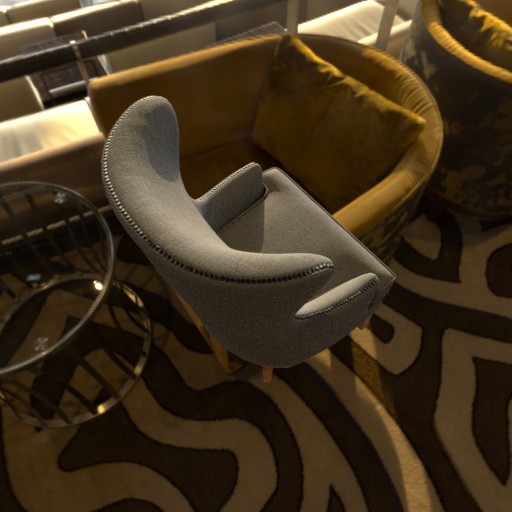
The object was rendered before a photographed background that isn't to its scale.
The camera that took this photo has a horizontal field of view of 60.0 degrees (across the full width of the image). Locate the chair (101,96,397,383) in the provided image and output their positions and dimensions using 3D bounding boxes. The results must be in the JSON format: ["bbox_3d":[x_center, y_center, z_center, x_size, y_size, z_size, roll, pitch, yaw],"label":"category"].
[{"bbox_3d":[0.000,0.000,1.802,0.883,1.176,0.864,-33,63,-19],"label":"chair"}]
